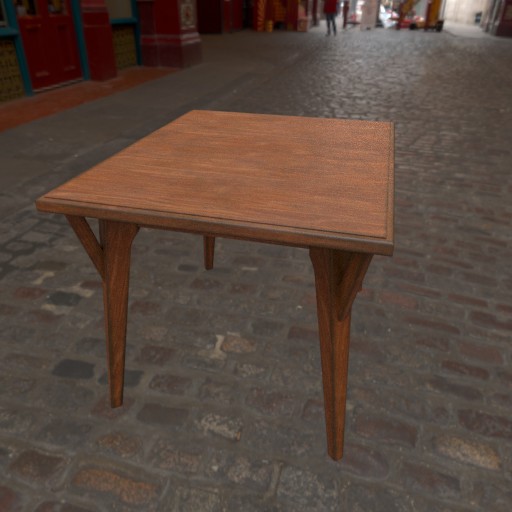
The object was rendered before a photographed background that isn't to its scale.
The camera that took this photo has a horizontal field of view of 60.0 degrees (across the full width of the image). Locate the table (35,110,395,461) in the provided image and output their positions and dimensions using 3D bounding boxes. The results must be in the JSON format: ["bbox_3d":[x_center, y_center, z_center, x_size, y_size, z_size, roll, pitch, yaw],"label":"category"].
[{"bbox_3d":[0.000,0.000,1.575,0.838,0.761,0.991,8,32,13],"label":"table"}]
